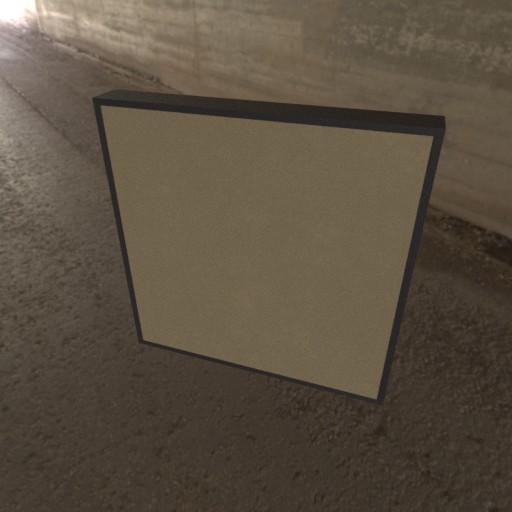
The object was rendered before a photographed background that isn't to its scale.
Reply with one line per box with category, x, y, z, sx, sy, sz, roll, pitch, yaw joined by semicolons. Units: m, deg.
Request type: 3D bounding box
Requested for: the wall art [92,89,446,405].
wall art;0.000;0.000;0.456;0.302;0.300;0.036;10;34;16
